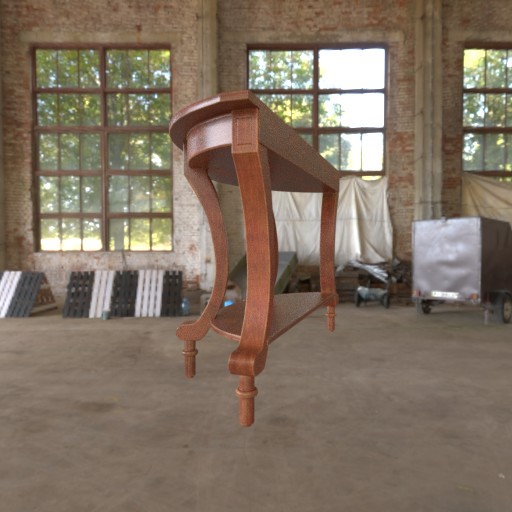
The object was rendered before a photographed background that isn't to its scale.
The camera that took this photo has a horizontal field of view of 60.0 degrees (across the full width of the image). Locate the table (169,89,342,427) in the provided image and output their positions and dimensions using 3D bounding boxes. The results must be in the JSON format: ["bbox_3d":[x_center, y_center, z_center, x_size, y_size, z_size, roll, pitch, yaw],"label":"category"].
[{"bbox_3d":[0.000,0.000,1.505,0.394,0.699,1.198,1,2,20],"label":"table"}]
